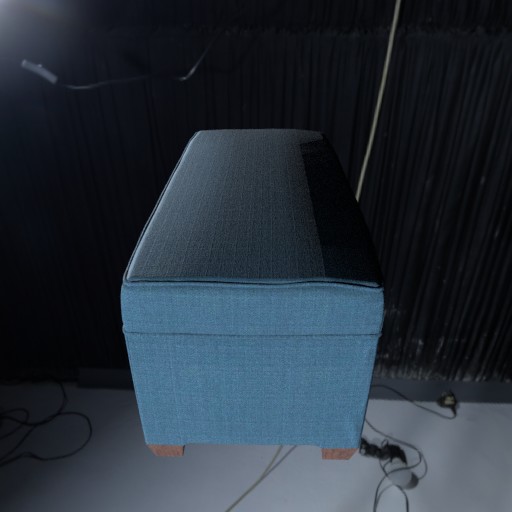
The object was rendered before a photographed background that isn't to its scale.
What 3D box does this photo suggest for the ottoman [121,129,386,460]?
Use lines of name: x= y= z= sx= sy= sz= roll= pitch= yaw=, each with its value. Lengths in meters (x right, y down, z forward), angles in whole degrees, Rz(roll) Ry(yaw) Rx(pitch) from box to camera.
ottoman: x=0.000 y=0.000 z=1.203 sx=0.474 sy=0.474 sz=0.943 roll=1 pitch=30 yaw=1
